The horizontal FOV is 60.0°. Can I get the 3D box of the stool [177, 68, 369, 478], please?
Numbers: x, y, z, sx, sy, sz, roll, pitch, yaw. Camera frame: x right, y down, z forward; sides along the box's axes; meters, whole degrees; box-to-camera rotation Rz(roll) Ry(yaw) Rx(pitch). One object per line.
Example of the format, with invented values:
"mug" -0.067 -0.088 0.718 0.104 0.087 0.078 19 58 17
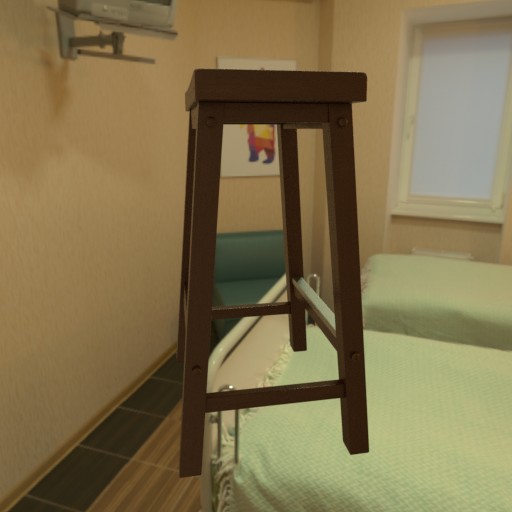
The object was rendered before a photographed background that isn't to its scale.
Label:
"stool" 0.000 0.000 0.843 0.322 0.610 0.406 -3 16 -10
